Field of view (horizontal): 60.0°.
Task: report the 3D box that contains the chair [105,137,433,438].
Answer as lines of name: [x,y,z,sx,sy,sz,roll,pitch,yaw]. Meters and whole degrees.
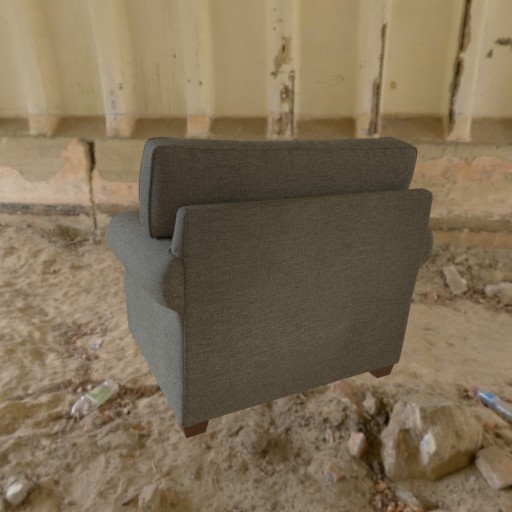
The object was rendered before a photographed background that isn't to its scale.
chair: [0.000,0.000,1.840,1.092,0.961,0.965,-8,17,-26]
